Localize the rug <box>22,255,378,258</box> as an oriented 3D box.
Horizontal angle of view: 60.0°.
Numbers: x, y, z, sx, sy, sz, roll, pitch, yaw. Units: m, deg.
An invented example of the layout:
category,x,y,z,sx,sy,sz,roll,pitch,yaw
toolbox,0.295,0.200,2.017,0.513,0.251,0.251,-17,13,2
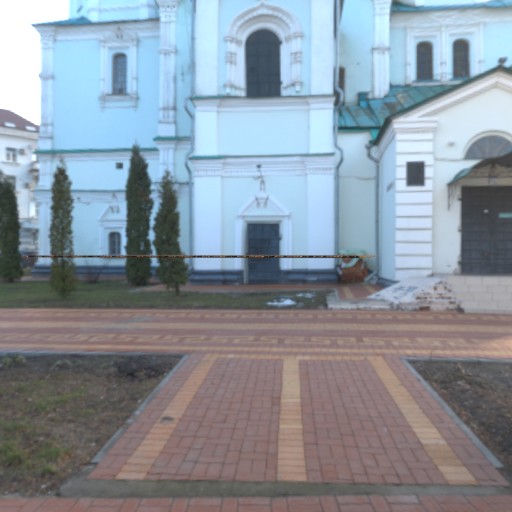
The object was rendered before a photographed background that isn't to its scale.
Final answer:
category,x,y,z,sx,sy,sz,roll,pitch,yaw
rug,0.000,0.000,2.987,1.516,0.010,2.434,0,0,17
